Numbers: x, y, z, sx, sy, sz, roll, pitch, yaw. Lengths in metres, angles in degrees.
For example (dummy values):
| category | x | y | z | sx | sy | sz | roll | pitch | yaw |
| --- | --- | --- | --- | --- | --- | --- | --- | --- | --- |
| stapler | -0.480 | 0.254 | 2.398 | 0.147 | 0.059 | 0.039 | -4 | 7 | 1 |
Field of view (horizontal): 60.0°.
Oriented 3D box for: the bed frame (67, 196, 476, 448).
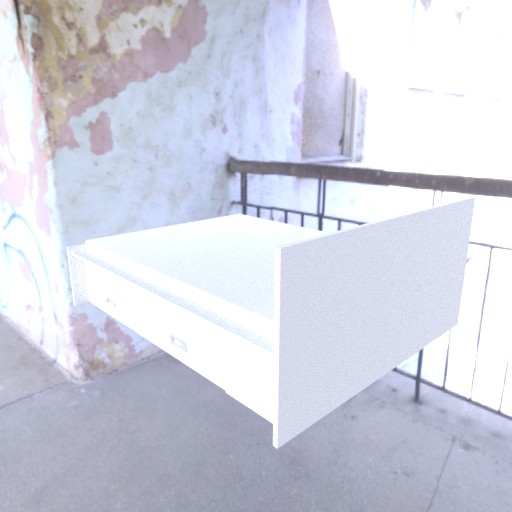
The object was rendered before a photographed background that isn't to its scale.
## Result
| category | x | y | z | sx | sy | sz | roll | pitch | yaw |
| --- | --- | --- | --- | --- | --- | --- | --- | --- | --- |
| bed frame | 0.000 | 0.000 | 2.808 | 1.622 | 0.800 | 1.960 | -15 | 22 | -41 |
